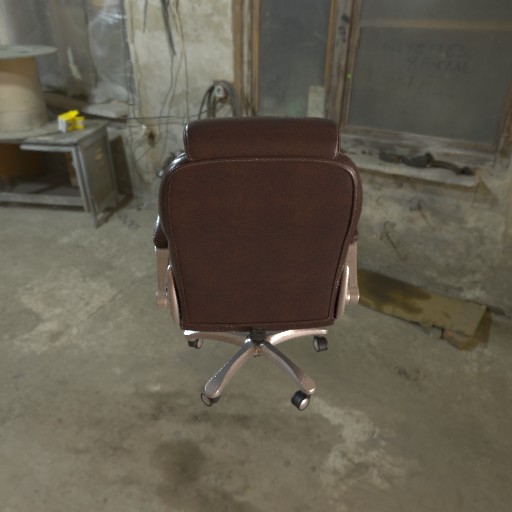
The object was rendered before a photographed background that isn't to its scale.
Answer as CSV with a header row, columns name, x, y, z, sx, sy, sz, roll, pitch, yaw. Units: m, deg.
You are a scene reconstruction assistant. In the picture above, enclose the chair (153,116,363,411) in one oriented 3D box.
name,x,y,z,sx,sy,sz,roll,pitch,yaw
chair,0.000,0.000,1.668,0.733,1.160,0.774,-1,30,-2
